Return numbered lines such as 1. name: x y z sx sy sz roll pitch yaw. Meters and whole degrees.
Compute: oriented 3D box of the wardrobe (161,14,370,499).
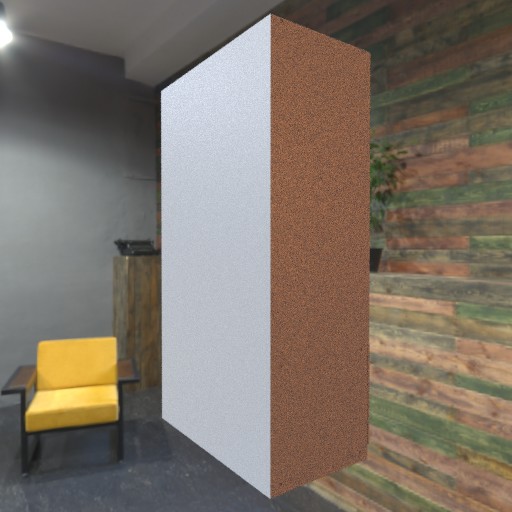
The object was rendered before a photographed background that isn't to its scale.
1. wardrobe: 0.000 0.000 2.221 0.577 1.808 0.991 -1 1 -36
